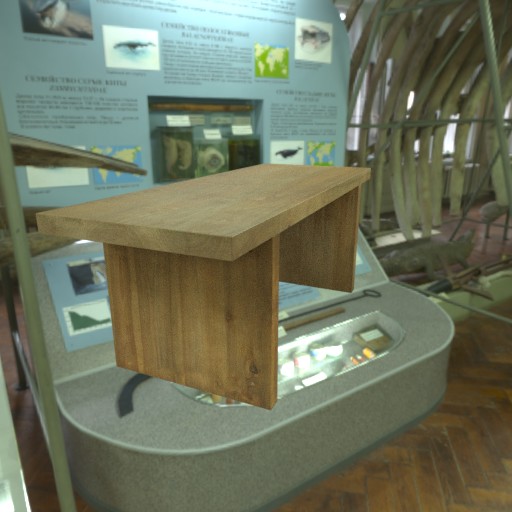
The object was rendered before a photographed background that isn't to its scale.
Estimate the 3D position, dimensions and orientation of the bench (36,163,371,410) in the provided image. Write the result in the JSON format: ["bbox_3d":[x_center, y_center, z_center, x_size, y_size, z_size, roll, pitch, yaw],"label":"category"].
[{"bbox_3d":[0.000,0.000,1.406,0.458,0.458,1.183,8,19,24],"label":"bench"}]
